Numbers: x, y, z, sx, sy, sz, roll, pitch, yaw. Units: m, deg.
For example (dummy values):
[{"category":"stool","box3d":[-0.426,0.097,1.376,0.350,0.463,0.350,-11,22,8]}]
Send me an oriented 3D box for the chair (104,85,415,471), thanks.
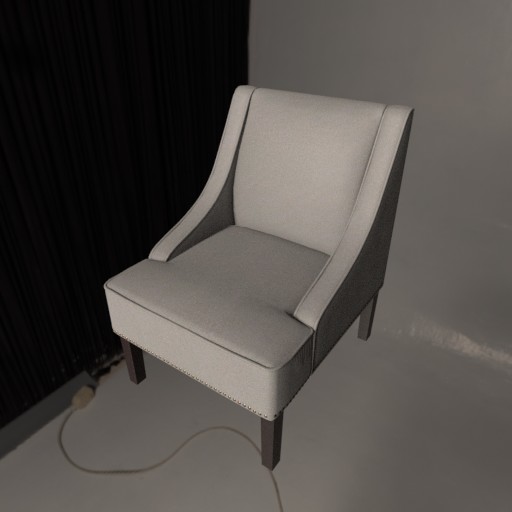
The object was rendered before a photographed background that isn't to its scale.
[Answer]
[{"category":"chair","box3d":[0.000,0.000,1.400,0.631,0.867,0.747,20,36,30]}]
